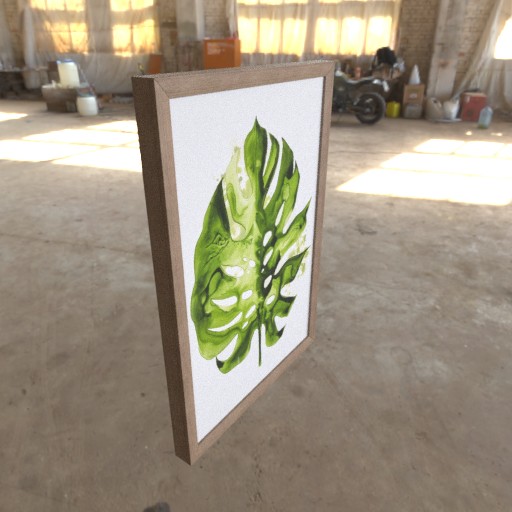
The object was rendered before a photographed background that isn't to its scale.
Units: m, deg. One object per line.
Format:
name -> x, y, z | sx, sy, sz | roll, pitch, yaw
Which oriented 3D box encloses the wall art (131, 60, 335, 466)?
wall art -> 0.000, 0.000, 0.647 | 0.031, 0.509, 0.356 | 18, 32, 32
